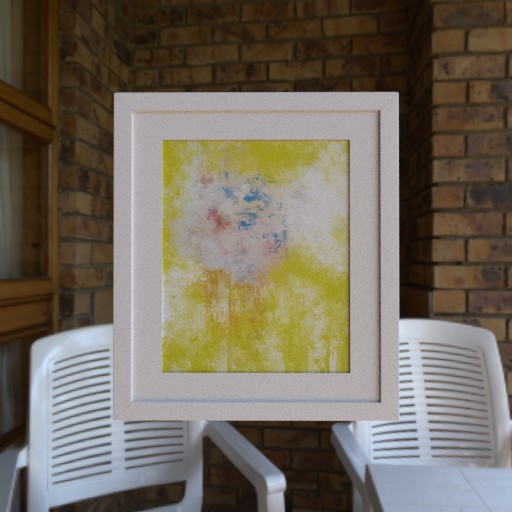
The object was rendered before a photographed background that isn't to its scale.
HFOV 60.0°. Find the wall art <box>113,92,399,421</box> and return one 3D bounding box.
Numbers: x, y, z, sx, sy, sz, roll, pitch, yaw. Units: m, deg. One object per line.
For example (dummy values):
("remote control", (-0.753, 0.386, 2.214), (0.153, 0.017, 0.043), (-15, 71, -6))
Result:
("wall art", (0.000, 0.000, 0.527), (0.331, 0.381, 0.028), (0, -1, 0))
